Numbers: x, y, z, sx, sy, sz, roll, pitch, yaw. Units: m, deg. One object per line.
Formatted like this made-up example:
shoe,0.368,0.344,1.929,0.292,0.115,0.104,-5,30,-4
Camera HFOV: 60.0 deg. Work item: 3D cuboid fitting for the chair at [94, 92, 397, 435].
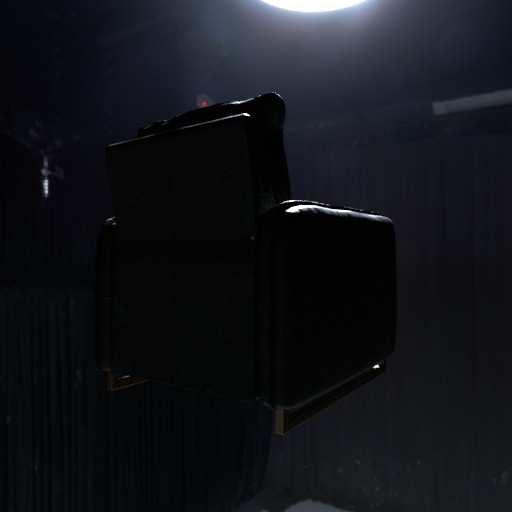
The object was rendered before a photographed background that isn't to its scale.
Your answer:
chair,0.000,0.000,1.650,0.830,0.921,0.921,-1,-1,35
